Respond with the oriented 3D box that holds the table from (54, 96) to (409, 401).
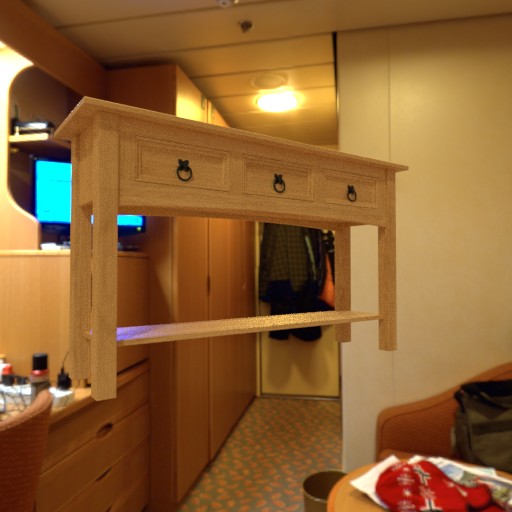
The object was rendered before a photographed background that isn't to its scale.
[{"bbox_3d":[0.000,0.000,1.538,1.240,0.730,0.350,1,-2,-35],"label":"table"}]
